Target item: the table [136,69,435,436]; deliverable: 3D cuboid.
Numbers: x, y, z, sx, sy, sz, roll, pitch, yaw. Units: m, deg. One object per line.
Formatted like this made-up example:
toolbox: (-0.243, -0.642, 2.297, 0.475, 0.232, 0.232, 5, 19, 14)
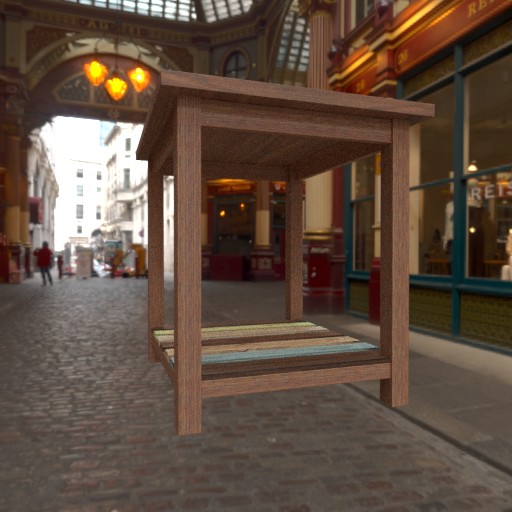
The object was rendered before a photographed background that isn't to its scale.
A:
table: (0.000, 0.000, 1.147, 0.559, 0.635, 0.660, 0, 1, -19)
